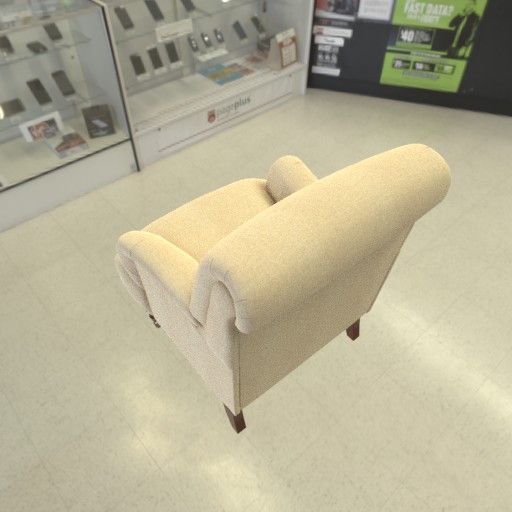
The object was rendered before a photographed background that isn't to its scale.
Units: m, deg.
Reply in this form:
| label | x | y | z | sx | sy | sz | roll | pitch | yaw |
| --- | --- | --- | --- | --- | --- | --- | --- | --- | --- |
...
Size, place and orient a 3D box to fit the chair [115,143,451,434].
| label | x | y | z | sx | sy | sz | roll | pitch | yaw |
| --- | --- | --- | --- | --- | --- | --- | --- | --- | --- |
| chair | 0.000 | 0.000 | 1.547 | 0.766 | 0.944 | 0.842 | -31 | 54 | -26 |
